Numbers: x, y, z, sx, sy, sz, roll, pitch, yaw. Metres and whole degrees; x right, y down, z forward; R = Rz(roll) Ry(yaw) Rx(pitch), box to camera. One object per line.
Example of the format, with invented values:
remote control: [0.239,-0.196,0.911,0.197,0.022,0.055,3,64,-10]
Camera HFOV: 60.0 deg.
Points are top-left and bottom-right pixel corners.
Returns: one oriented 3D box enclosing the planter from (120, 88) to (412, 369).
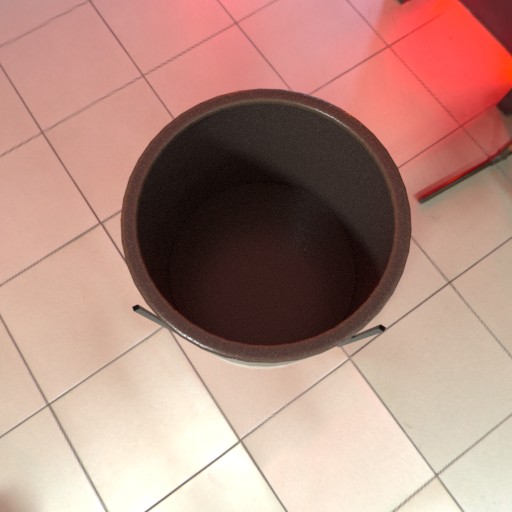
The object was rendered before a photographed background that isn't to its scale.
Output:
planter: [0.000,0.000,0.525,0.250,0.353,0.260,-2,75,-1]
